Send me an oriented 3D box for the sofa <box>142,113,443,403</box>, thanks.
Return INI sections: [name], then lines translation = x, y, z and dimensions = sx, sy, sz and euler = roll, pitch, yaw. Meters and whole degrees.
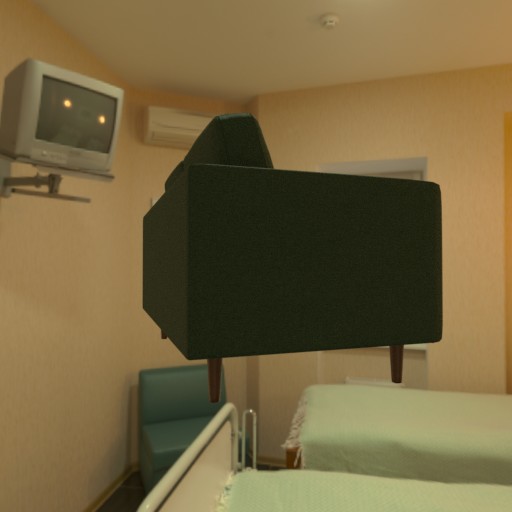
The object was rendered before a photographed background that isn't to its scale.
[sofa]
translation = 0.000, 0.000, 1.999
dimensions = 0.879, 0.899, 1.430
euler = 0, -1, -19
